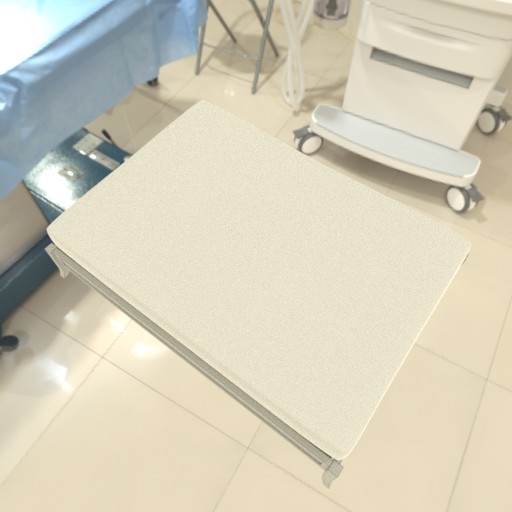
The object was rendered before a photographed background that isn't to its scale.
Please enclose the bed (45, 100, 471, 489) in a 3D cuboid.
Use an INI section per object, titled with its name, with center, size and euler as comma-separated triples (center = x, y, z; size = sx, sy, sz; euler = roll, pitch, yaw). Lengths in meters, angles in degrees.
[bed]
center = 0.000, 0.000, 2.568
size = 1.985, 0.510, 1.460
euler = 33, 63, 19
